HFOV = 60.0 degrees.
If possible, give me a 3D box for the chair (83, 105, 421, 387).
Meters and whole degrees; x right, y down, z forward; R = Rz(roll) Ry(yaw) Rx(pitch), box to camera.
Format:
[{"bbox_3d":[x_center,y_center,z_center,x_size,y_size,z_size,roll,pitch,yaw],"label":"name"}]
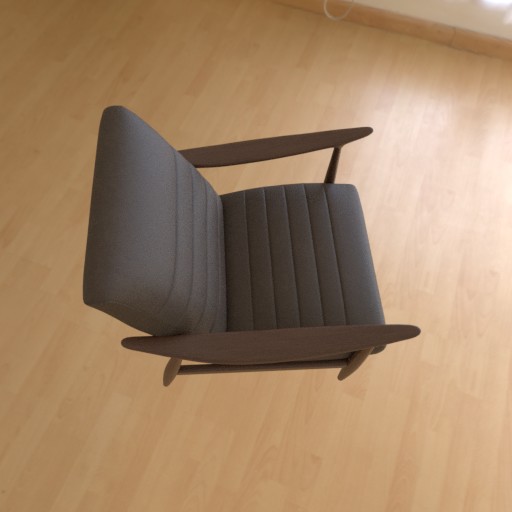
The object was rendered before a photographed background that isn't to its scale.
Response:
[{"bbox_3d":[0.000,0.000,1.427,0.798,0.831,0.741,-3,64,-2],"label":"chair"}]
